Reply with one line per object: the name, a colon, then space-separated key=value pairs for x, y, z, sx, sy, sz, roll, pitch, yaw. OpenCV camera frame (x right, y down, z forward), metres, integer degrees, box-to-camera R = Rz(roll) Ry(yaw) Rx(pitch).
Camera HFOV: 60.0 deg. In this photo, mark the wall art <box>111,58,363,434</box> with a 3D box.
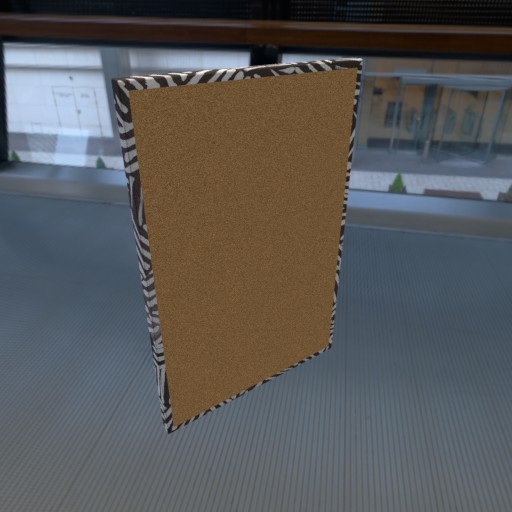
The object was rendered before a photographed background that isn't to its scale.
wall art: x=0.000 y=0.000 z=1.163 sx=0.615 sy=0.918 sz=0.035 roll=-19 pitch=35 yaw=-30
